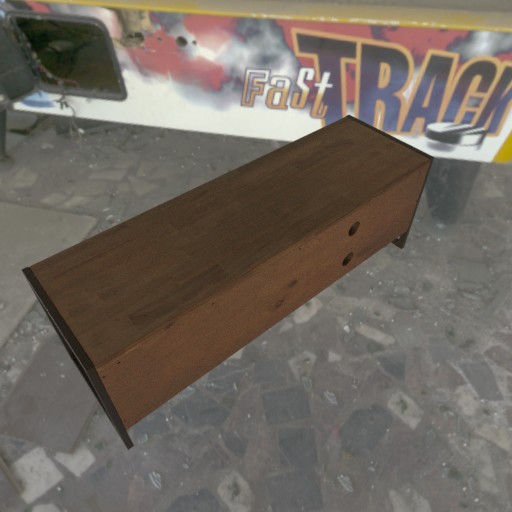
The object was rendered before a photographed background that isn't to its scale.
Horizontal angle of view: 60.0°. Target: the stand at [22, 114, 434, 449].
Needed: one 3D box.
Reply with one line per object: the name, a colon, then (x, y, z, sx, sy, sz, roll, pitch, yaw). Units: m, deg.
stand: (0.000, 0.000, 1.734, 1.480, 0.506, 0.454, -31, 53, -27)
